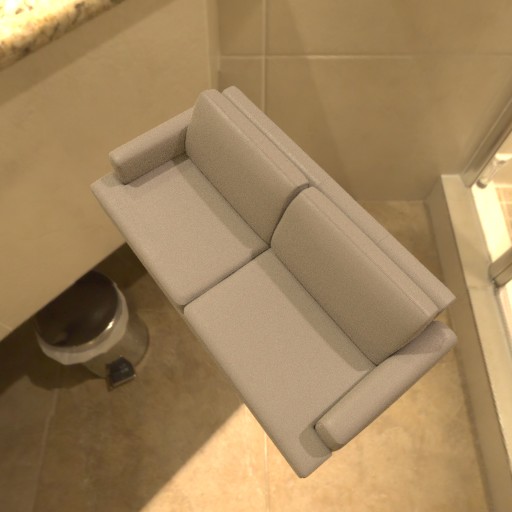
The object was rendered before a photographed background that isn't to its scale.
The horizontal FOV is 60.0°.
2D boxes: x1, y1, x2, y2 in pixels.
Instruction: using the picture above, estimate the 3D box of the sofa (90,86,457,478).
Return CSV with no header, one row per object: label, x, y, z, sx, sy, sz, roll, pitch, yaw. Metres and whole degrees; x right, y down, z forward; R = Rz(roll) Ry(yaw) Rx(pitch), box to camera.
sofa,0.000,0.000,2.341,0.974,0.765,1.940,-35,68,-16
